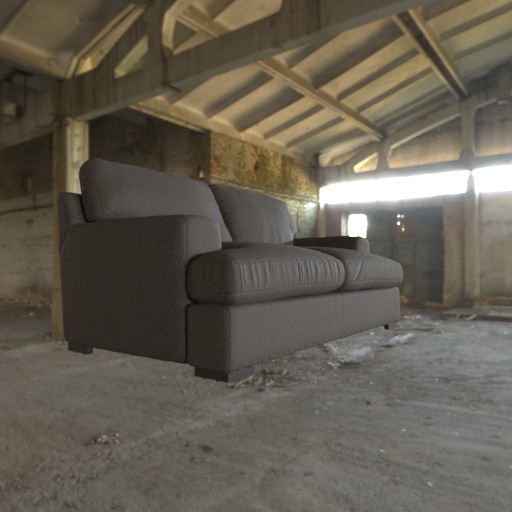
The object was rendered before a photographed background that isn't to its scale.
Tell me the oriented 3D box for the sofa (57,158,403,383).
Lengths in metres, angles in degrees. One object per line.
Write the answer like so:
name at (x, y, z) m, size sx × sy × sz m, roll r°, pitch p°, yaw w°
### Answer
sofa at (0.000, 0.000, 2.576) m, size 1.143 × 0.940 × 1.880 m, roll -1°, pitch -2°, yaw 36°
